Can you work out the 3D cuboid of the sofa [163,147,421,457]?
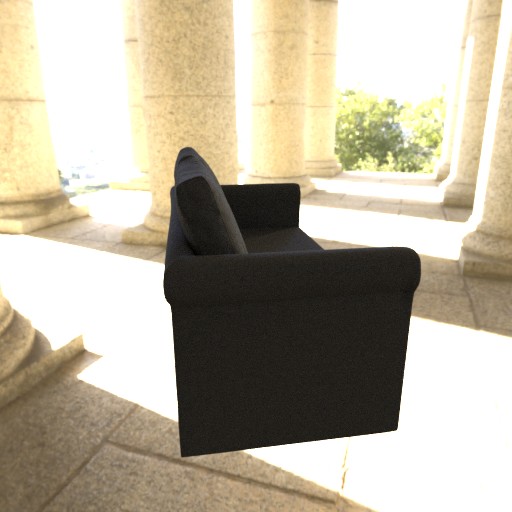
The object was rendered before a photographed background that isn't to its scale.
[{"bbox_3d":[0.000,0.000,1.945,0.741,0.872,1.460,-3,18,-9],"label":"sofa"}]
